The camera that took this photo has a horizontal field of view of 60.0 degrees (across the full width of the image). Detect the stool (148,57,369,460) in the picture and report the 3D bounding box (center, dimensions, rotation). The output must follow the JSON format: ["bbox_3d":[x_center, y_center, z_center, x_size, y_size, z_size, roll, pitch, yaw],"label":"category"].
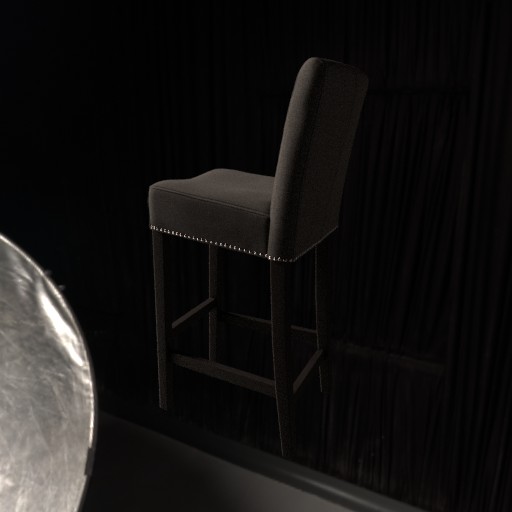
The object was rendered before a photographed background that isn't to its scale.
[{"bbox_3d":[0.000,0.000,1.338,0.548,1.047,0.411,9,20,25],"label":"stool"}]
